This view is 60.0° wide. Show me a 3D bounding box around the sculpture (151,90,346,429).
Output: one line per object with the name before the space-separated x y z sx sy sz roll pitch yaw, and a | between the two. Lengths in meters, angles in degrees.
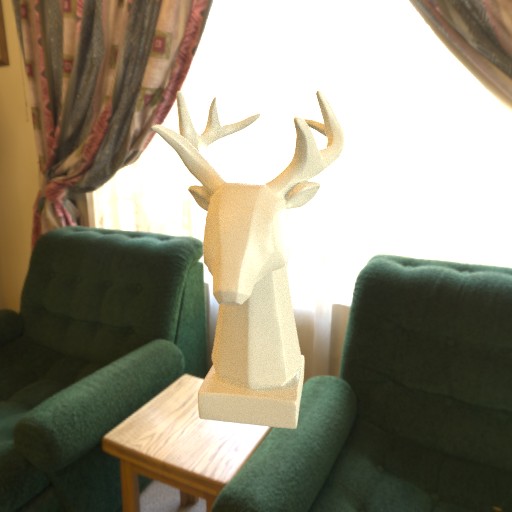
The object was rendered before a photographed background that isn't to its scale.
sculpture | 0.000 0.000 0.462 0.174 0.329 0.224 2 14 10
